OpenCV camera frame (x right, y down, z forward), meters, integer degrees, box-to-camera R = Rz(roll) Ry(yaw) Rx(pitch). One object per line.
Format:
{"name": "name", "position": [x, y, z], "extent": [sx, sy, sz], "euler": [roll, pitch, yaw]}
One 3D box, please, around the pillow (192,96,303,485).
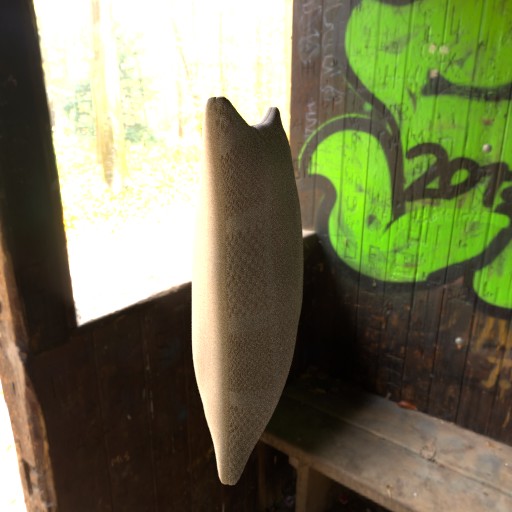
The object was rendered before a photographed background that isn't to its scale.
{"name": "pillow", "position": [0.000, 0.000, 0.661], "extent": [0.138, 0.432, 0.436], "euler": [3, 18, 9]}
